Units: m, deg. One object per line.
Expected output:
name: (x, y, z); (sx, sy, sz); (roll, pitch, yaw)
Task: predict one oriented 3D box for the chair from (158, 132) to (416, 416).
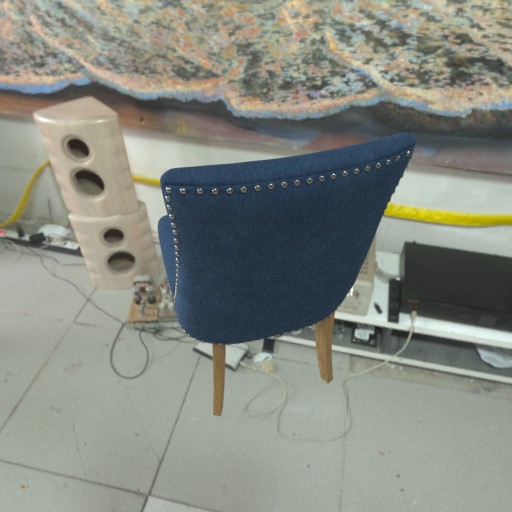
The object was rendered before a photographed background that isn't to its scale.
chair: (0.000, 0.000, 1.237); (0.495, 0.902, 0.610); (-12, 43, -13)
